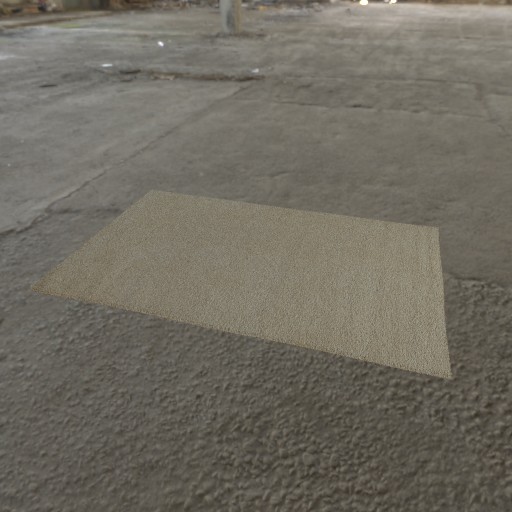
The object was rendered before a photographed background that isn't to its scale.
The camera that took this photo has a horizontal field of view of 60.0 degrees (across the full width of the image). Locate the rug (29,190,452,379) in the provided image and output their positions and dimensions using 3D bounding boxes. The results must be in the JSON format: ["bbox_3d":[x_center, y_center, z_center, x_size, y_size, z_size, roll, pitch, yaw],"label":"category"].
[{"bbox_3d":[0.000,0.000,2.935,2.346,0.025,1.500,9,33,14],"label":"rug"}]
